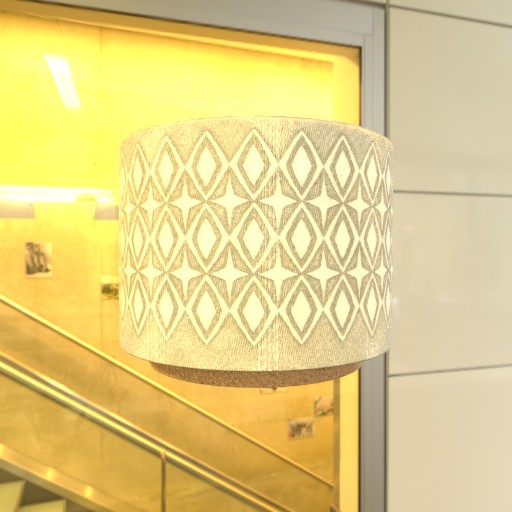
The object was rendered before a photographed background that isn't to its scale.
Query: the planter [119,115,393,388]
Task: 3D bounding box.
[{"bbox_3d":[0.000,0.000,0.316,0.186,0.144,0.186,0,1,0],"label":"planter"}]
